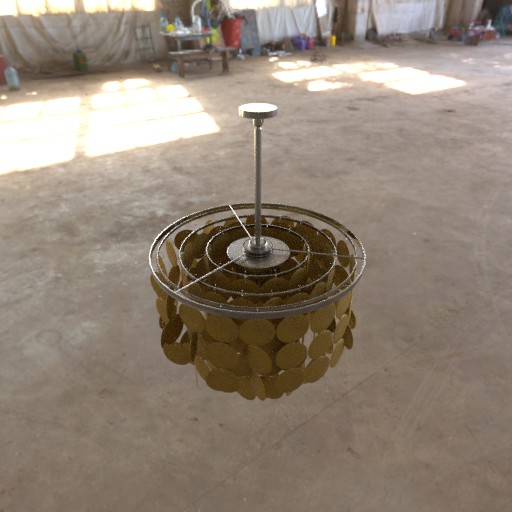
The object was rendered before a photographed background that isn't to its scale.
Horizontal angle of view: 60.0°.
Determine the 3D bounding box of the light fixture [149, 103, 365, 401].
[{"bbox_3d":[0.000,0.000,0.752,0.368,0.492,0.368,0,31,0],"label":"light fixture"}]
